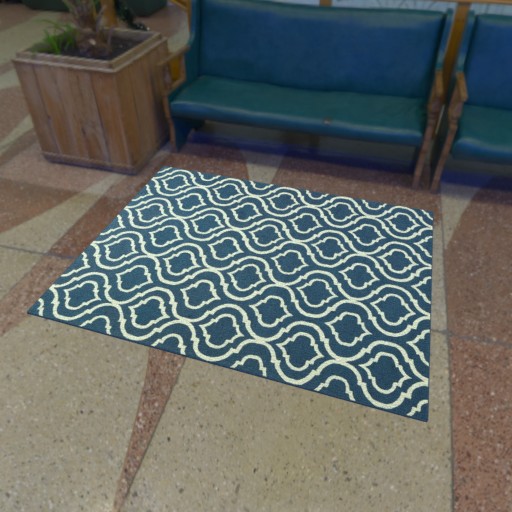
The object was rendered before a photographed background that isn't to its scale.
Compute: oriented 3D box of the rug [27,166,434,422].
[{"bbox_3d":[0.000,0.000,3.797,2.881,0.020,2.270,12,42,13],"label":"rug"}]
